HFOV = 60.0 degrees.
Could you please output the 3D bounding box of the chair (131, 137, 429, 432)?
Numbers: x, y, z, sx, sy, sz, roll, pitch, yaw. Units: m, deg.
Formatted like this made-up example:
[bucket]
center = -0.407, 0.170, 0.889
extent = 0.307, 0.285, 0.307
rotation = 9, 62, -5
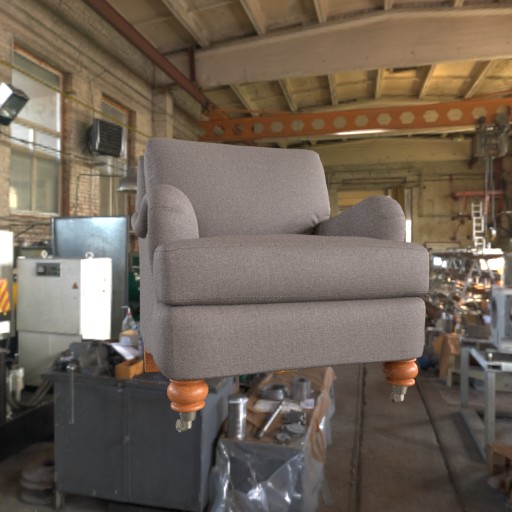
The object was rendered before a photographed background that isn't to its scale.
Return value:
[chair]
center = 0.000, 0.000, 1.821
extent = 0.955, 1.038, 1.070
rotation = 0, 1, -19
